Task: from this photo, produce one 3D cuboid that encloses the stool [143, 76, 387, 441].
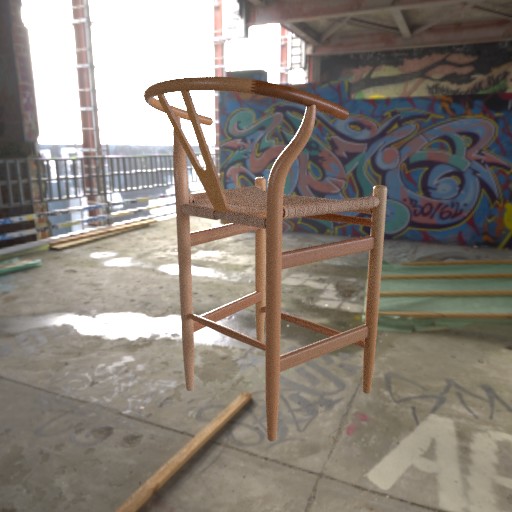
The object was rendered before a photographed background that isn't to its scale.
[{"bbox_3d":[0.000,0.000,1.305,0.536,0.923,0.575,13,19,43],"label":"stool"}]
